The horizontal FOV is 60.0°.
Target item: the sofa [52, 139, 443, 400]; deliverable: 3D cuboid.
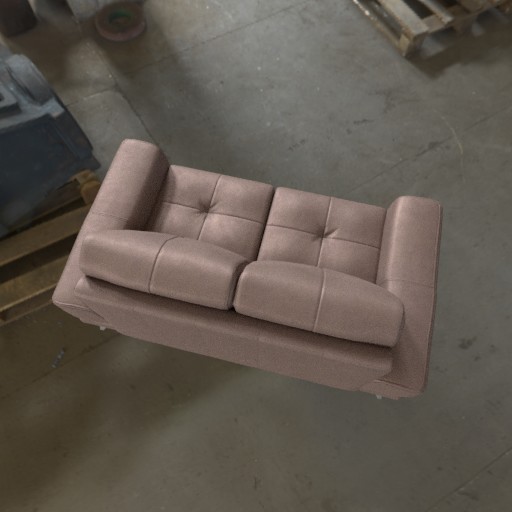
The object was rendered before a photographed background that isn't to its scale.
[{"bbox_3d":[0.000,0.000,2.276,1.806,0.907,1.018,13,66,6],"label":"sofa"}]
